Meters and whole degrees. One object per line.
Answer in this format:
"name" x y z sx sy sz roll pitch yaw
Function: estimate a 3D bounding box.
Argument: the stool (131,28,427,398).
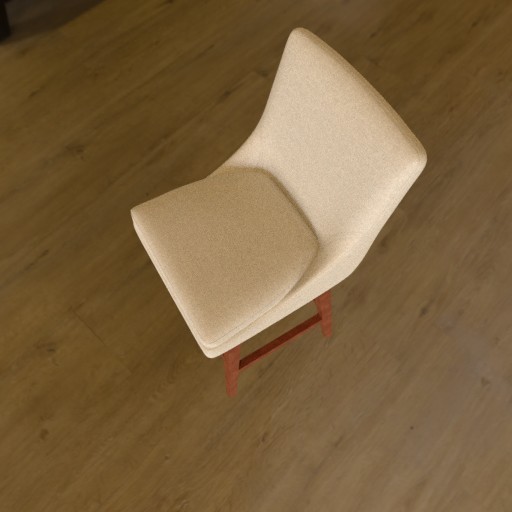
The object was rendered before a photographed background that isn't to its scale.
"stool" 0.000 0.000 1.345 0.559 1.092 0.470 -29 67 -13
